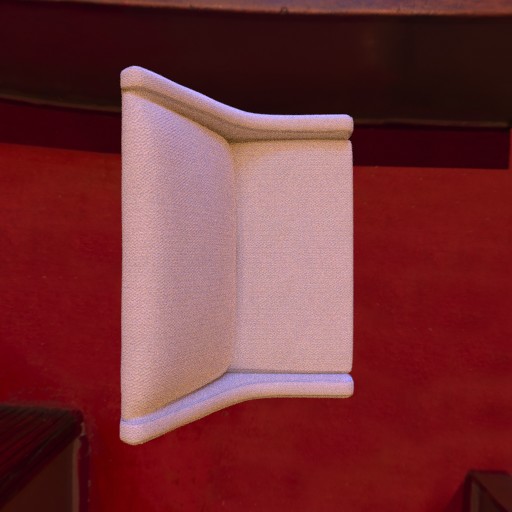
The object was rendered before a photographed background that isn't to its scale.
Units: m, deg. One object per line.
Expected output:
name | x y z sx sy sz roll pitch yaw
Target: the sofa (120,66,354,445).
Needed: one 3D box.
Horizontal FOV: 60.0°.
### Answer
sofa | 0.000 0.000 1.902 0.870 1.022 1.242 0 90 1
